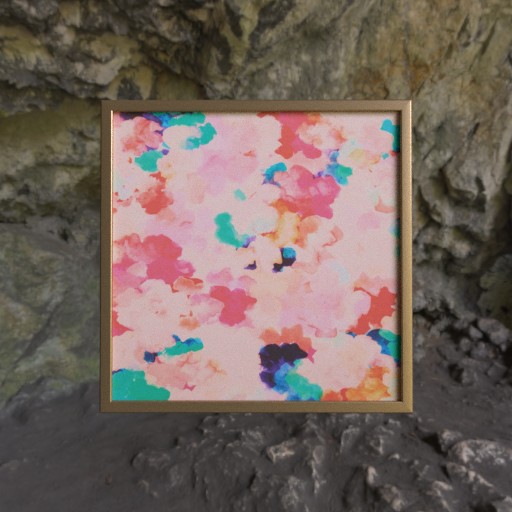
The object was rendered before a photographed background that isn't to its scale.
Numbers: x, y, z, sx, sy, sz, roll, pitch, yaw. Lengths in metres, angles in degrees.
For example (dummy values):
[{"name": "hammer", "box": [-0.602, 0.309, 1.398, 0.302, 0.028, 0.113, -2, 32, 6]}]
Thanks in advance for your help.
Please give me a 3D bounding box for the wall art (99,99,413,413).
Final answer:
[{"name": "wall art", "box": [0.000, 0.000, 0.450, 0.304, 0.305, 0.038, 0, -1, 0]}]
